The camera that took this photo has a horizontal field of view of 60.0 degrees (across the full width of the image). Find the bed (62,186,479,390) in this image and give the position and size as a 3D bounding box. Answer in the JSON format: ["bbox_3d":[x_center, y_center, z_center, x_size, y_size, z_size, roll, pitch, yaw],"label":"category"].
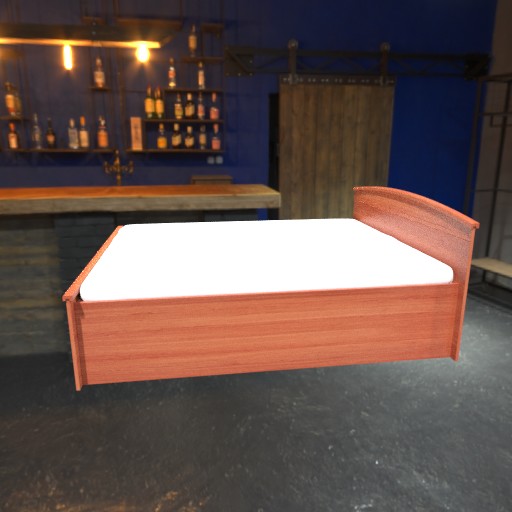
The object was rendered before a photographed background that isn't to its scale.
[{"bbox_3d":[0.000,0.000,3.009,2.053,0.848,1.683,-2,15,-8],"label":"bed"}]
